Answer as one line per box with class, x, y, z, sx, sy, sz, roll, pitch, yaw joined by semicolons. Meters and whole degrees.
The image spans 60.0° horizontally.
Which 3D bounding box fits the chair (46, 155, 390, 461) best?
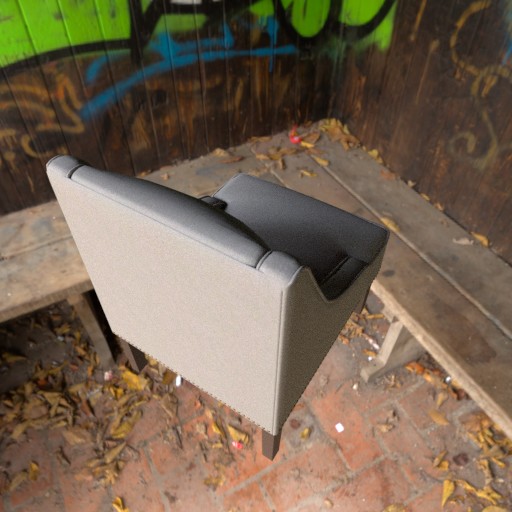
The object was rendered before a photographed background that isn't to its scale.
chair;0.000;0.000;1.358;0.631;0.867;0.747;25;51;22
